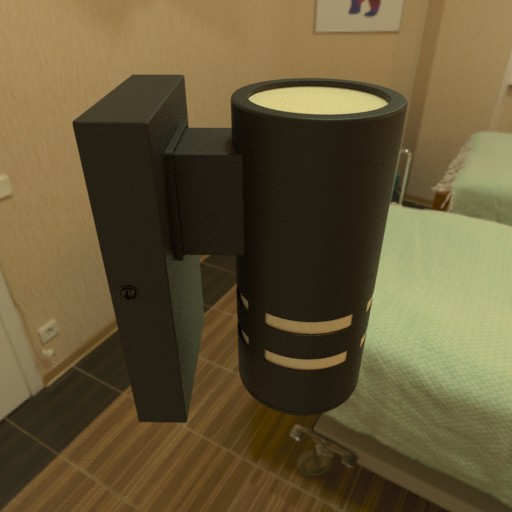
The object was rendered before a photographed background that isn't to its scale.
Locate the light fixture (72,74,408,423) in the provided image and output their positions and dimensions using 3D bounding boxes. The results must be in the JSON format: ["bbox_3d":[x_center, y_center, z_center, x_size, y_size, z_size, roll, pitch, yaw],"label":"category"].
[{"bbox_3d":[0.000,0.000,0.254,0.138,0.179,0.098,1,33,1],"label":"light fixture"}]
